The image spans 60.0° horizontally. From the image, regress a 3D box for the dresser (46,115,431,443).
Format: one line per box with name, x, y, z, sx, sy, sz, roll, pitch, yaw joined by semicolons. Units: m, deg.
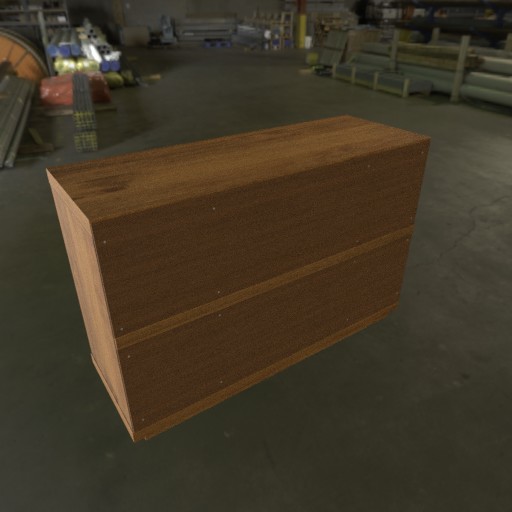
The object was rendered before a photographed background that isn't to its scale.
dresser;0.000;0.000;1.706;1.261;0.825;0.479;-19;35;-29
